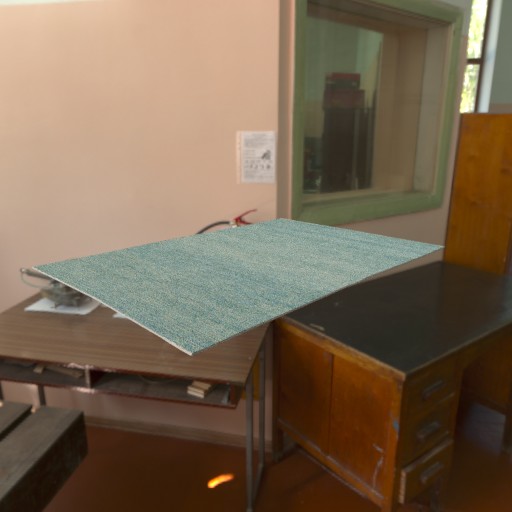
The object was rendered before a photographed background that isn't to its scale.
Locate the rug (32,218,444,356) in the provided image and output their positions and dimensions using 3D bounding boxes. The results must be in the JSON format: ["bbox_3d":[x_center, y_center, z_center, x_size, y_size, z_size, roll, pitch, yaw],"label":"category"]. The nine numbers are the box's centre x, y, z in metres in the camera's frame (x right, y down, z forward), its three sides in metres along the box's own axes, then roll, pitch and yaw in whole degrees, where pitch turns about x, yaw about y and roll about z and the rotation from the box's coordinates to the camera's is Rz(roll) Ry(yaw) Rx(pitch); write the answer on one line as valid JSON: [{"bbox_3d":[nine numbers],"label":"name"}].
[{"bbox_3d":[0.000,0.000,2.968,1.593,0.029,2.305,15,21,43],"label":"rug"}]
